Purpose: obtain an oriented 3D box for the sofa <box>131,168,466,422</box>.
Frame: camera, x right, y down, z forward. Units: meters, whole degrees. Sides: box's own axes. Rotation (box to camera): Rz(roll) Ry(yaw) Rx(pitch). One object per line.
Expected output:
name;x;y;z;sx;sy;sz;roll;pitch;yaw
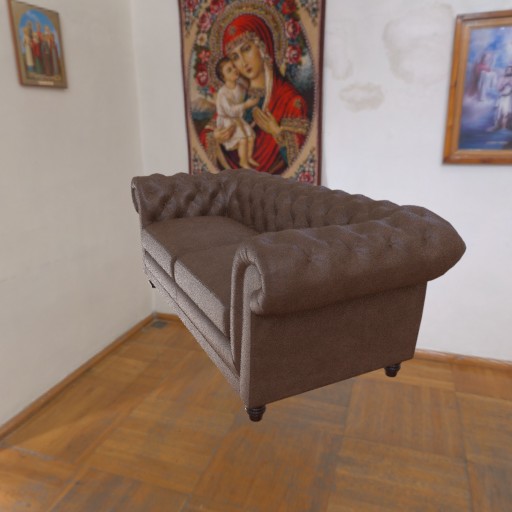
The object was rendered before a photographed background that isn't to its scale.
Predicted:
sofa;0.000;0.000;2.458;0.955;0.784;2.048;-8;19;-25
